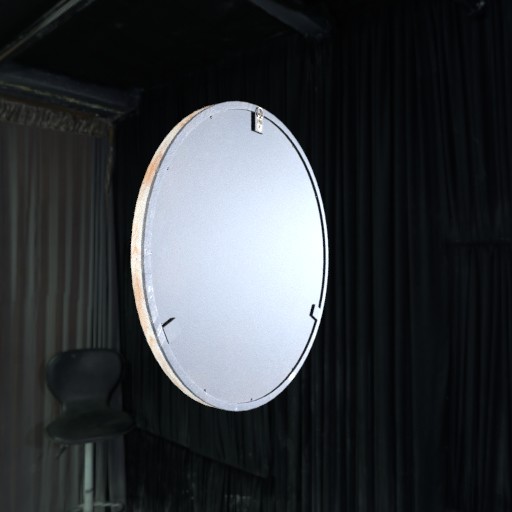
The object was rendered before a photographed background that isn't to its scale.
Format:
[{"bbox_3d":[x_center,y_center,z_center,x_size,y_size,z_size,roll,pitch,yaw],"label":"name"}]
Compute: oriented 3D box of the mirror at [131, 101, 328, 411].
[{"bbox_3d":[0.000,0.000,1.065,0.038,0.710,0.710,-1,-1,36],"label":"mirror"}]
